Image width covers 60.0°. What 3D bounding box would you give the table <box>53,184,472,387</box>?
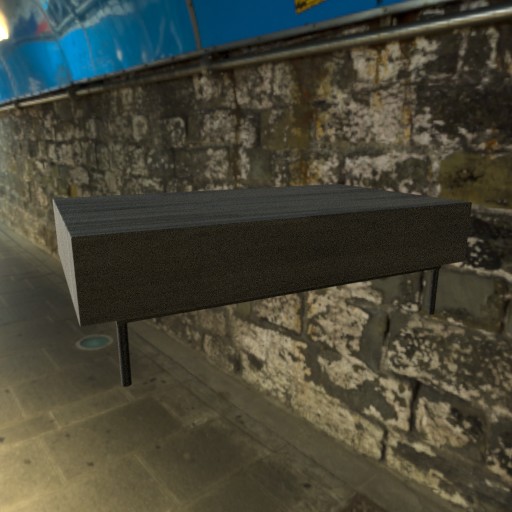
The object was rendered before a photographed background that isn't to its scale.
[{"bbox_3d":[0.000,0.000,1.375,1.088,0.347,0.643,-7,16,-26],"label":"table"}]
